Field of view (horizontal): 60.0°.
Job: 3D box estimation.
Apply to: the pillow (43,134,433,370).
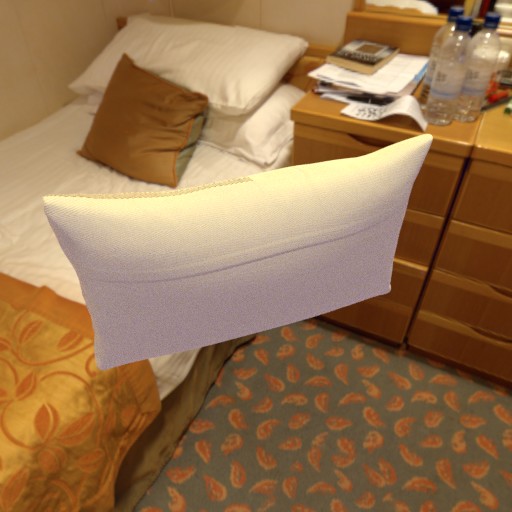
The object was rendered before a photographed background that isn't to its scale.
[{"bbox_3d":[0.000,0.000,0.634,0.506,0.305,0.139,-13,42,-15],"label":"pillow"}]
